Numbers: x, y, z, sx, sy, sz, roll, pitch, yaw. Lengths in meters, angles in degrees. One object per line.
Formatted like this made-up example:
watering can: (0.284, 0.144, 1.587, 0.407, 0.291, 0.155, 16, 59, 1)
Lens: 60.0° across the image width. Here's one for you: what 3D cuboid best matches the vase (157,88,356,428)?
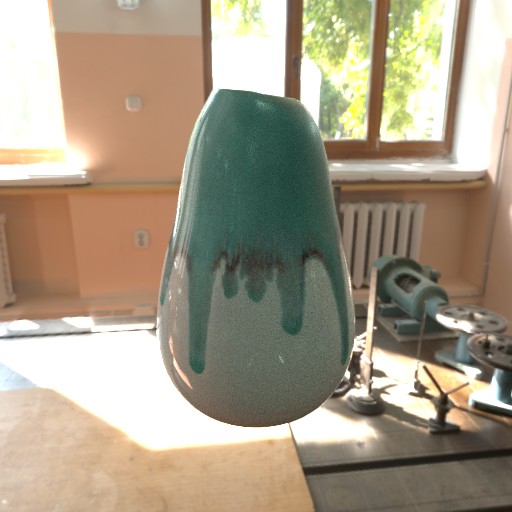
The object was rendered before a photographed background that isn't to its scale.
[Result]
vase: (0.000, 0.000, 0.254, 0.116, 0.179, 0.116, 0, 16, 0)
